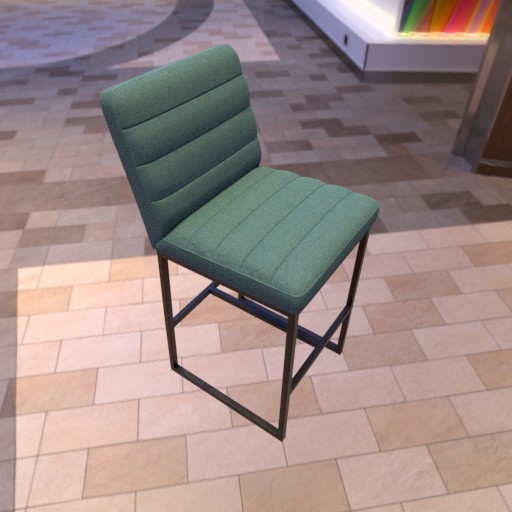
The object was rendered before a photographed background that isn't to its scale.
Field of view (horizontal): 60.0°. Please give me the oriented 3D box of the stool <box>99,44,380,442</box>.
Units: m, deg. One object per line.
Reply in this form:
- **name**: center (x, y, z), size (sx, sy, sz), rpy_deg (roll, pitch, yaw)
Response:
- **stool**: center (0.000, 0.000, 1.341), size (0.560, 1.040, 0.460), rpy_deg (25, 47, 25)
